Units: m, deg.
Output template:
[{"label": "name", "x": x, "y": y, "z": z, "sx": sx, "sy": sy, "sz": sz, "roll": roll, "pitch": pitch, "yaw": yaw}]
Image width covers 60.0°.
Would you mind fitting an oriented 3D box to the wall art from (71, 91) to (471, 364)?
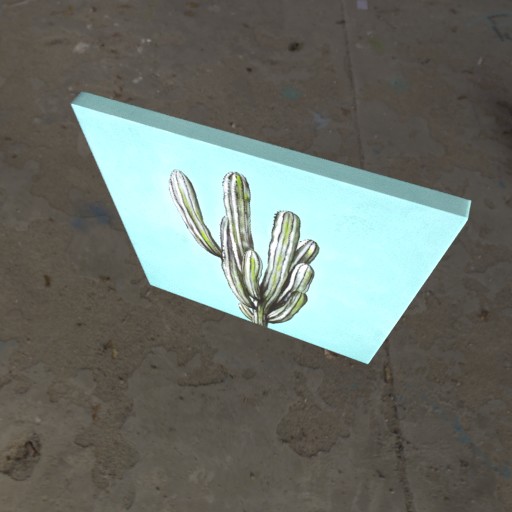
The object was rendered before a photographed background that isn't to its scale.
[{"label": "wall art", "x": 0.000, "y": 0.000, "z": 1.589, "sx": 1.071, "sy": 1.073, "sz": 0.070, "roll": 18, "pitch": 60, "yaw": 11}]
